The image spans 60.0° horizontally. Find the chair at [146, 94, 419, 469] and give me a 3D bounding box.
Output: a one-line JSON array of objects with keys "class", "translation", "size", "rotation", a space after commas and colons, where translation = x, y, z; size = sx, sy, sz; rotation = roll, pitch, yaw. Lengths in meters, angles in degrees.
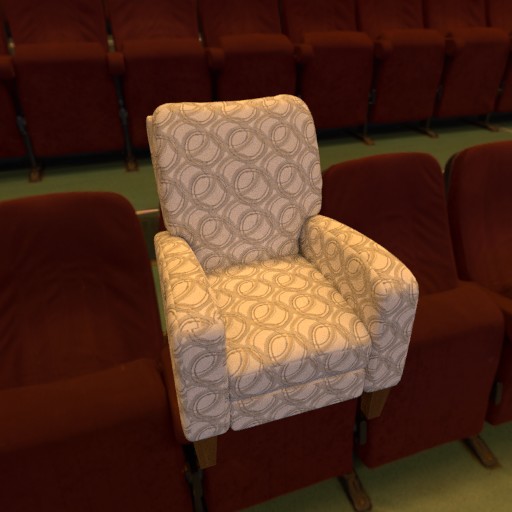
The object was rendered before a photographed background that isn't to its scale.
[{"class": "chair", "translation": [0.000, 0.000, 1.733], "size": [0.796, 1.065, 0.995], "rotation": [-10, 32, -16]}]
